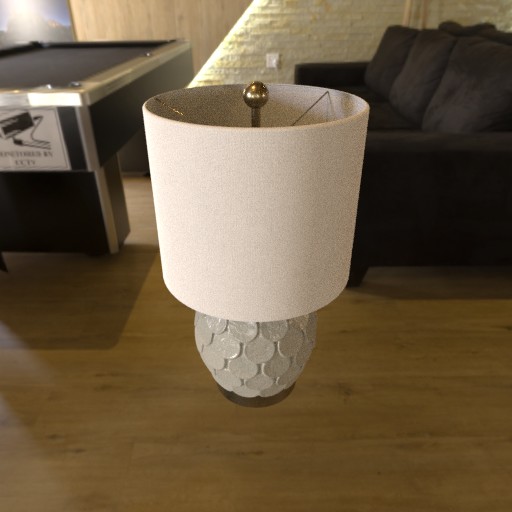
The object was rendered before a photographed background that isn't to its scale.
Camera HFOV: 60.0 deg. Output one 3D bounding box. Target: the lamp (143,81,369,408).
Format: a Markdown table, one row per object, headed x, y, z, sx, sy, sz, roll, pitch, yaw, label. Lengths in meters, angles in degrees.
| x | y | z | sx | sy | sz | roll | pitch | yaw | label |
| --- | --- | --- | --- | --- | --- | --- | --- | --- | --- |
| 0.000 | 0.000 | 0.609 | 0.254 | 0.452 | 0.254 | 0 | 30 | 0 | lamp |
